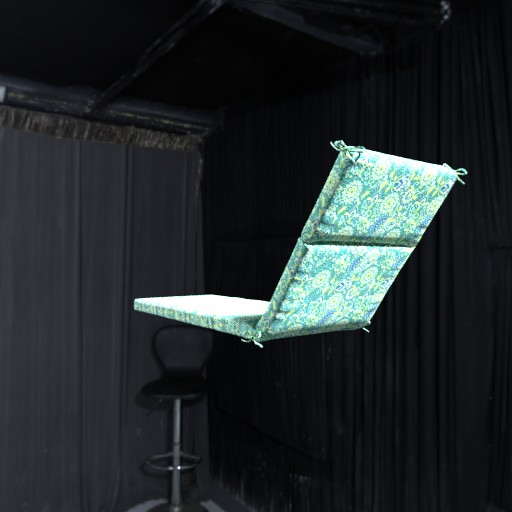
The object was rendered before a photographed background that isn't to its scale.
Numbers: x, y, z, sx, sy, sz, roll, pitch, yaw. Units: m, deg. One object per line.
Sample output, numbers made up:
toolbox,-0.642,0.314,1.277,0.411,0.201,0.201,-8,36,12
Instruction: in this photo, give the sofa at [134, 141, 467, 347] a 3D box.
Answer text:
sofa,0.000,0.000,1.981,0.582,0.622,1.663,0,-1,-36
